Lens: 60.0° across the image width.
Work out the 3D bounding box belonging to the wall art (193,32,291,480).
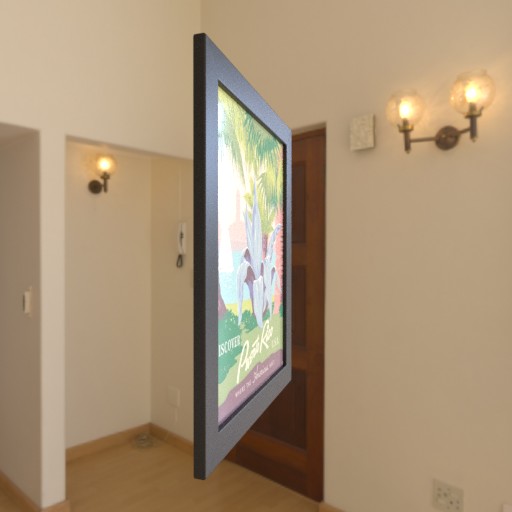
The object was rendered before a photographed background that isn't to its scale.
[{"bbox_3d":[0.000,0.000,0.806,0.018,0.582,0.481,0,0,18],"label":"wall art"}]
